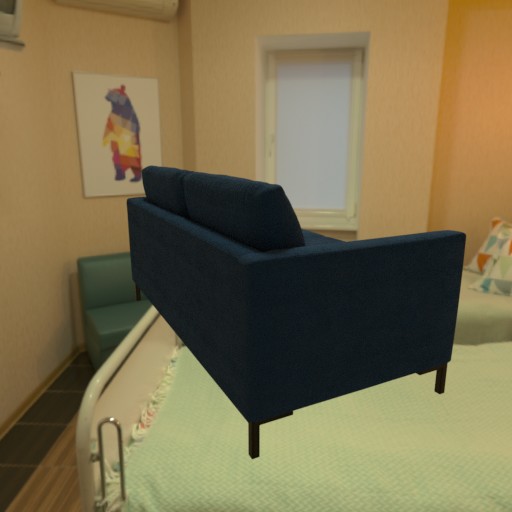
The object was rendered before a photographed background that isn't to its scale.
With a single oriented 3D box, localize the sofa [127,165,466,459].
[{"bbox_3d":[0.000,0.000,2.120,0.875,0.817,1.676,-7,15,-26],"label":"sofa"}]
